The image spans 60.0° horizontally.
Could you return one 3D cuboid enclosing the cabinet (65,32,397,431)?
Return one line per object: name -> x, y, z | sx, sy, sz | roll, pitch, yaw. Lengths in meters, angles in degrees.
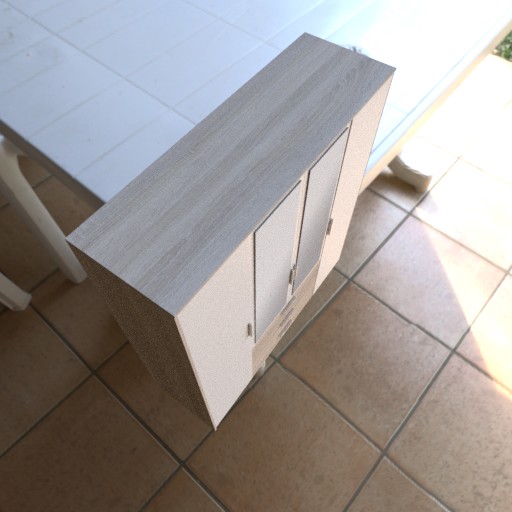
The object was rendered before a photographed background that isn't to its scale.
cabinet -> 0.000, 0.000, 3.024 | 0.620, 2.060, 1.870 | 31, 62, 18
